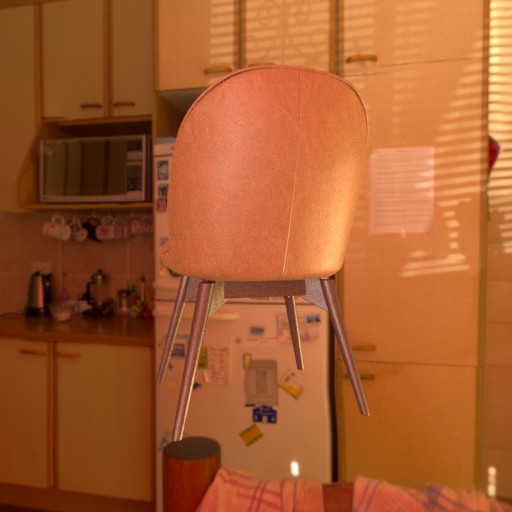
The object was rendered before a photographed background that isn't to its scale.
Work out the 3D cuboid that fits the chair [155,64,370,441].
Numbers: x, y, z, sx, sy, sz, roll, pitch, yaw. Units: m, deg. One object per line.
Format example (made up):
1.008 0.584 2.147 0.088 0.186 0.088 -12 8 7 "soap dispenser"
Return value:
0.000 0.000 1.254 0.521 0.831 0.631 -1 2 -18 "chair"
